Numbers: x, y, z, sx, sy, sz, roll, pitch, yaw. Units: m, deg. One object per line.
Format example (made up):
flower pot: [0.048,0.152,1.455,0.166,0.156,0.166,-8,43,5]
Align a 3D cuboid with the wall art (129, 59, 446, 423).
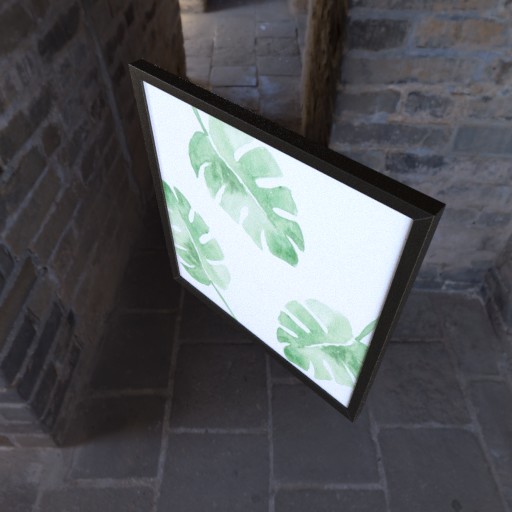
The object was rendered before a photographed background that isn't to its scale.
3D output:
wall art: [0.000,0.000,1.129,0.765,0.765,0.038,34,56,28]
